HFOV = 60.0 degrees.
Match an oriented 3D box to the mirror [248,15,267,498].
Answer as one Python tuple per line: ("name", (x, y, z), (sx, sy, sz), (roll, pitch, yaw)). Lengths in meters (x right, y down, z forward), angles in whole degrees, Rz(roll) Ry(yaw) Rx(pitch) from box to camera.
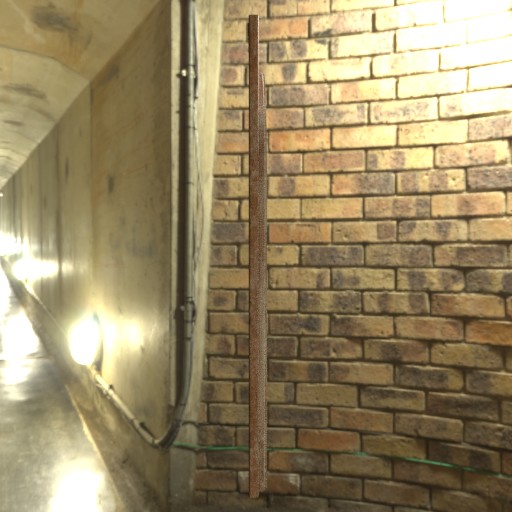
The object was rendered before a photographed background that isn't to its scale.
("mirror", (0.000, 0.000, 0.968), (0.058, 0.787, 0.495), (0, 0, -1))
